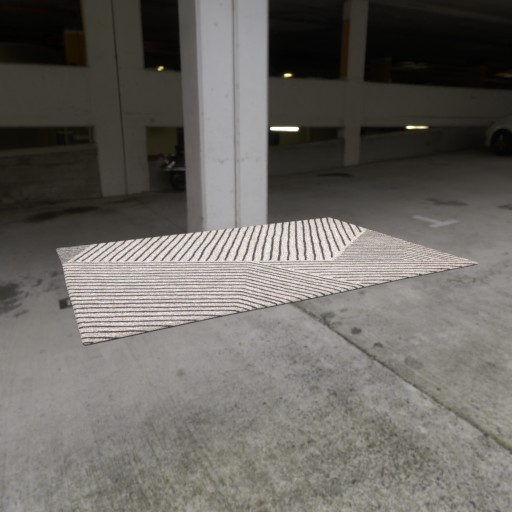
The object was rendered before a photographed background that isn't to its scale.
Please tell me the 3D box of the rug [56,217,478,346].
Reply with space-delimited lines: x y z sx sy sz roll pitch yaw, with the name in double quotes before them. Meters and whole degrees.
"rug" 0.000 0.000 2.306 1.842 0.019 1.237 -8 19 -26
